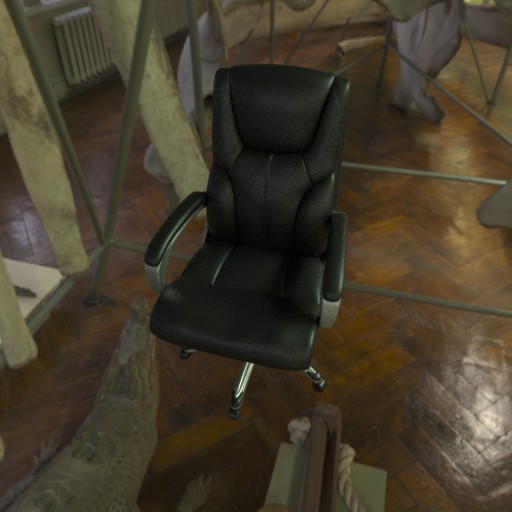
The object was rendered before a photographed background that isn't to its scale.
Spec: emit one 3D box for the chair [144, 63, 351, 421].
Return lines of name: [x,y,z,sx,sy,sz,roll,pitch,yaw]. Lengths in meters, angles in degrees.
chair: [0.000,0.000,1.621,0.663,1.155,0.739,10,40,12]
